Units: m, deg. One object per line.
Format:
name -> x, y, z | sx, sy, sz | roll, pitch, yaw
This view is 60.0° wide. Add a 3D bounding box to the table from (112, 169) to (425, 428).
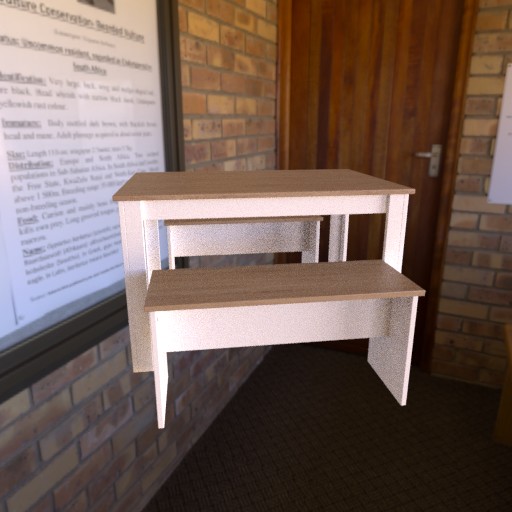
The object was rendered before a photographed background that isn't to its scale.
table -> 0.000, 0.000, 2.040 | 1.100, 0.700, 1.443 | -2, 17, -8
